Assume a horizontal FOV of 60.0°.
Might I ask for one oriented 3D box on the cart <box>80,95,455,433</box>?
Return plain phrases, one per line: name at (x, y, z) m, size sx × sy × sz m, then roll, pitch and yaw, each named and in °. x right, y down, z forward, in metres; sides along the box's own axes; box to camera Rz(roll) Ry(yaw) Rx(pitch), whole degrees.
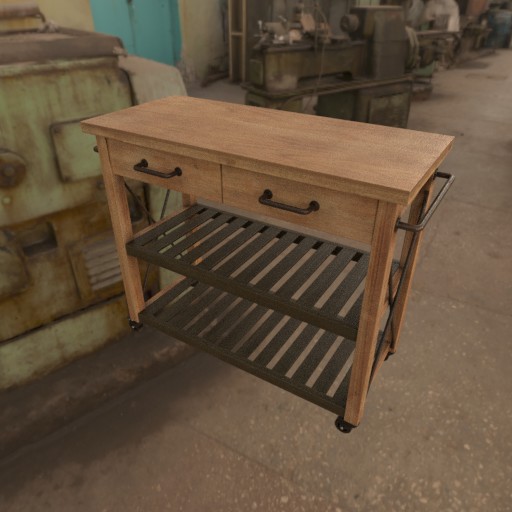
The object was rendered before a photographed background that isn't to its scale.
cart at (0.000, 0.000, 0.970) m, size 0.686 × 0.554 × 0.298 m, roll 18°, pitch 36°, yaw 27°
